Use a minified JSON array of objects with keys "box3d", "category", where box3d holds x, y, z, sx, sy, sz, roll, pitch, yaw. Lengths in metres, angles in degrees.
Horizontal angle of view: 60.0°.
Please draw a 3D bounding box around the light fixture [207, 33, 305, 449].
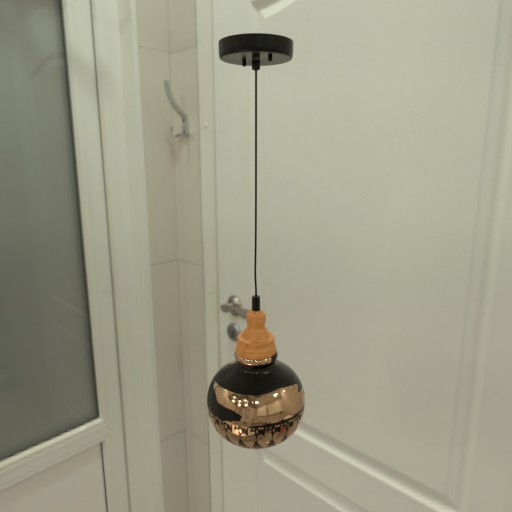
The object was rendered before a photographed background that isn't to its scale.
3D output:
[{"box3d":[0.000,0.000,1.810,0.430,1.606,0.430,12,18,43],"category":"light fixture"}]
